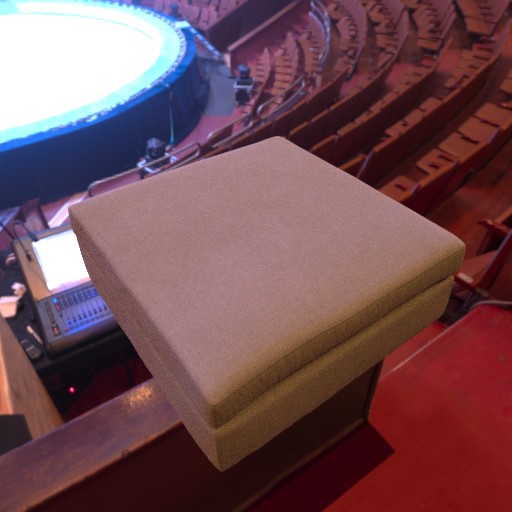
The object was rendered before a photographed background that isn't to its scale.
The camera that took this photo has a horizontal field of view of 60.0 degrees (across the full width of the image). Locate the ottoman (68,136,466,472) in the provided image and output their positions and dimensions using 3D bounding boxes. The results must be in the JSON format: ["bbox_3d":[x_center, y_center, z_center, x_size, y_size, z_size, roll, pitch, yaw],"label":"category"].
[{"bbox_3d":[0.000,0.000,1.853,1.171,0.517,1.203,-25,47,-27],"label":"ottoman"}]
